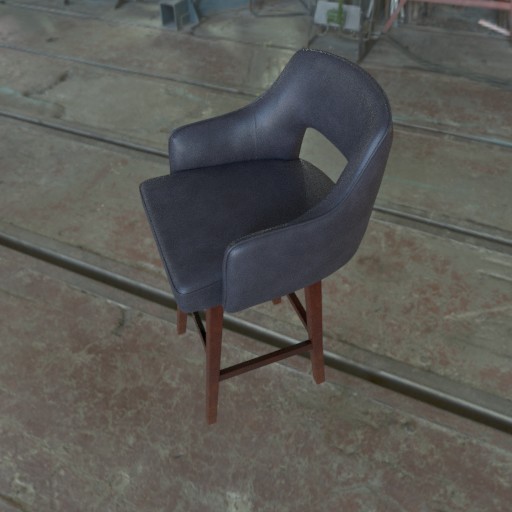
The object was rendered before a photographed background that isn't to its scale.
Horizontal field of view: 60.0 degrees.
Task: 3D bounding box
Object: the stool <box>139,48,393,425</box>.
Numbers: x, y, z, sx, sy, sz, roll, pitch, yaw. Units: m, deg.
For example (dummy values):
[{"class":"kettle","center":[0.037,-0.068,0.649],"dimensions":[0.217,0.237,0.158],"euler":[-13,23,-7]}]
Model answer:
[{"class":"stool","center":[0.000,0.000,1.331],"dimensions":[0.560,1.041,0.550],"euler":[-16,47,-15]}]
